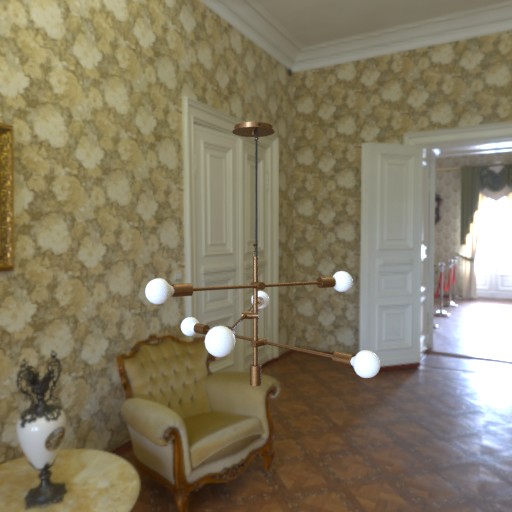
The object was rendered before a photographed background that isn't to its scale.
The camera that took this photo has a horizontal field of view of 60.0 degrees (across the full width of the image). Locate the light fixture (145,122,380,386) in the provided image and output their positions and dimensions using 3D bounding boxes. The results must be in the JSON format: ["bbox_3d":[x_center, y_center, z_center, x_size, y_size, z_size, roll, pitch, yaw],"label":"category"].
[{"bbox_3d":[0.000,0.000,1.285,0.637,0.744,0.682,-1,2,-17],"label":"light fixture"}]
